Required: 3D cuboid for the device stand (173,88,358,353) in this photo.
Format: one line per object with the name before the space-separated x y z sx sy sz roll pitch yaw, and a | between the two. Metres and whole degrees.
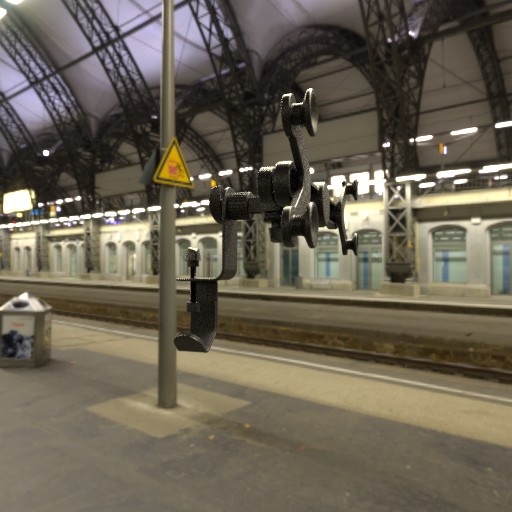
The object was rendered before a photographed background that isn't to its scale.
device stand | 0.000 0.000 0.364 0.142 0.166 0.270 0 -1 18
